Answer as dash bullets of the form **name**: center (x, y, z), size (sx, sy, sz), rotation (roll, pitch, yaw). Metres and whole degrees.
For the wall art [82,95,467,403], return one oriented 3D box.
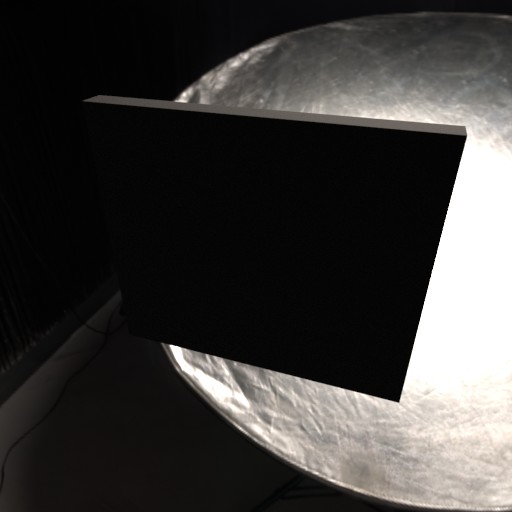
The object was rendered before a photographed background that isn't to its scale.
- **wall art**: center (0.000, 0.000, 0.519), size (0.381, 0.330, 0.031), rotation (10, 33, 16)
